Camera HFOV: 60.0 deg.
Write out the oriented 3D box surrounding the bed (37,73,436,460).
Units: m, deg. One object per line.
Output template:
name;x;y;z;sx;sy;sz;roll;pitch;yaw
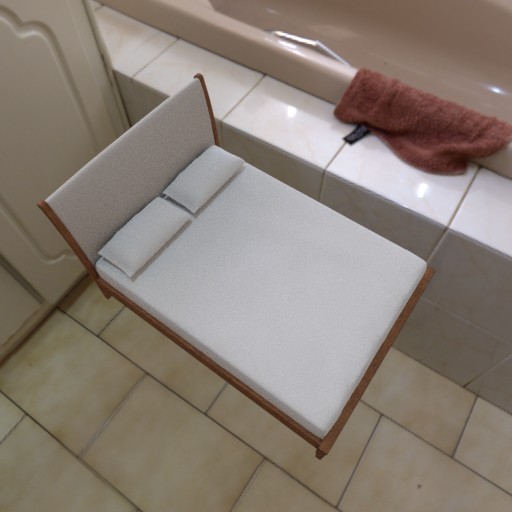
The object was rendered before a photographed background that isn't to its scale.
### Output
bed;0.000;0.000;3.028;2.108;1.135;1.502;32;64;18
